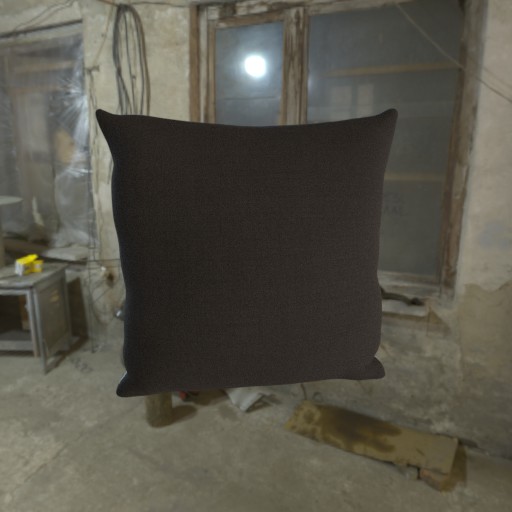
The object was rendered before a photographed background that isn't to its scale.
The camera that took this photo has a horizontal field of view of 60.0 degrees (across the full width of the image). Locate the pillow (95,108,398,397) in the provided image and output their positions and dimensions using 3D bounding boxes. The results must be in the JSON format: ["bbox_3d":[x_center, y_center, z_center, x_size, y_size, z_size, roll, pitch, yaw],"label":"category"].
[{"bbox_3d":[0.000,0.000,0.773,0.503,0.496,0.208,-2,13,-8],"label":"pillow"}]
